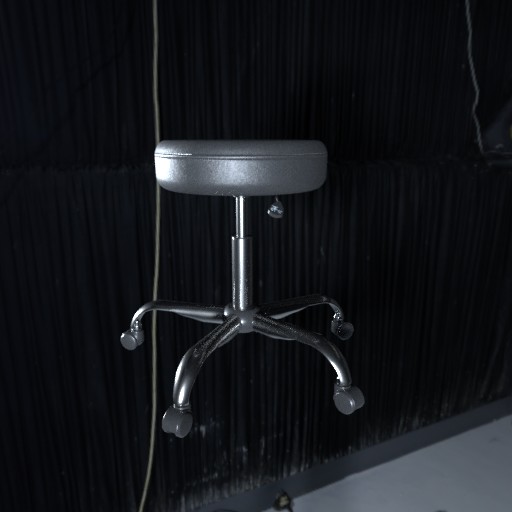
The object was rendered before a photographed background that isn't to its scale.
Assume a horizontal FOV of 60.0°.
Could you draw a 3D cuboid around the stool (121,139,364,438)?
[{"bbox_3d":[0.000,0.000,1.136,0.638,0.576,0.673,-7,17,-25],"label":"stool"}]
